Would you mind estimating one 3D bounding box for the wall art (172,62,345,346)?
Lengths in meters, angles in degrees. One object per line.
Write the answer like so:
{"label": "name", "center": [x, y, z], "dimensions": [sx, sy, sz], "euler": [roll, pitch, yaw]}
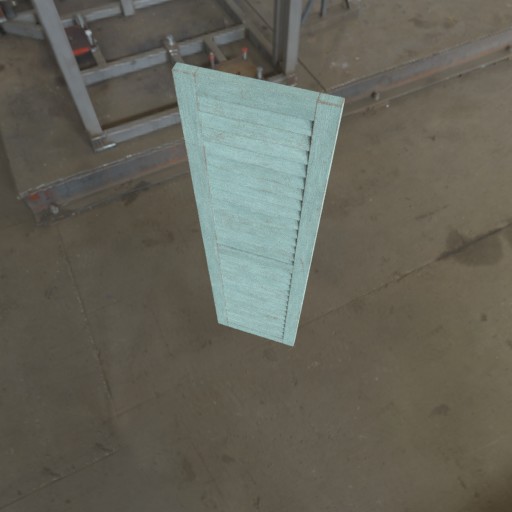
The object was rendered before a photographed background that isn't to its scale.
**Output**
{"label": "wall art", "center": [0.000, 0.000, 1.336], "dimensions": [0.329, 1.219, 0.025], "euler": [16, 60, 9]}
